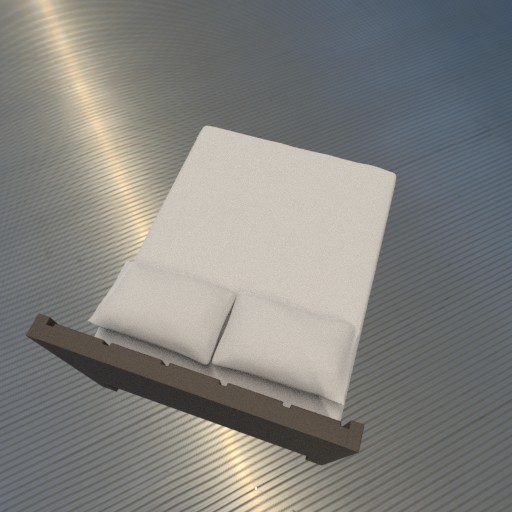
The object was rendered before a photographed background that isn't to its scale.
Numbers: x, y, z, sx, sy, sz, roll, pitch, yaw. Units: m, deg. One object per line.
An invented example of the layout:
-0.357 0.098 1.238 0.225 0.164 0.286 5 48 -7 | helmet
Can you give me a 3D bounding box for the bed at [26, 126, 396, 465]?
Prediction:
0.000 0.000 3.185 1.727 1.270 2.242 16 64 8 | bed
